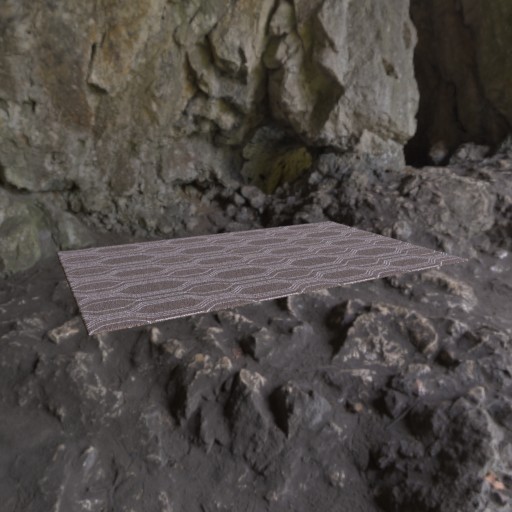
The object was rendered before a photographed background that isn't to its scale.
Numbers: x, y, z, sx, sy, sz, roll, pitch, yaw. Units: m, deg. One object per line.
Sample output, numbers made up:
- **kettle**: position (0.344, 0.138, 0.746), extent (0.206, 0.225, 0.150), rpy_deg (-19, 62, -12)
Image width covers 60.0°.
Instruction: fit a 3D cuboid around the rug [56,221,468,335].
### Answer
- **rug**: position (0.000, 0.000, 3.111), extent (2.457, 0.012, 1.541), rpy_deg (-8, 18, -27)
